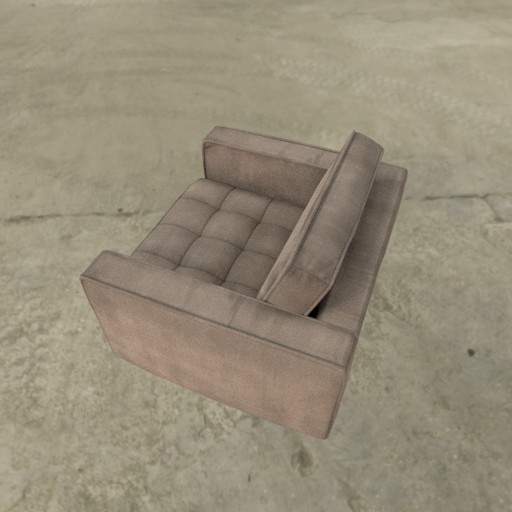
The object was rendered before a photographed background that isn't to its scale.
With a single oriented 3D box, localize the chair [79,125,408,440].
[{"bbox_3d":[0.000,0.000,1.570,0.843,0.773,0.928,17,49,15],"label":"chair"}]
